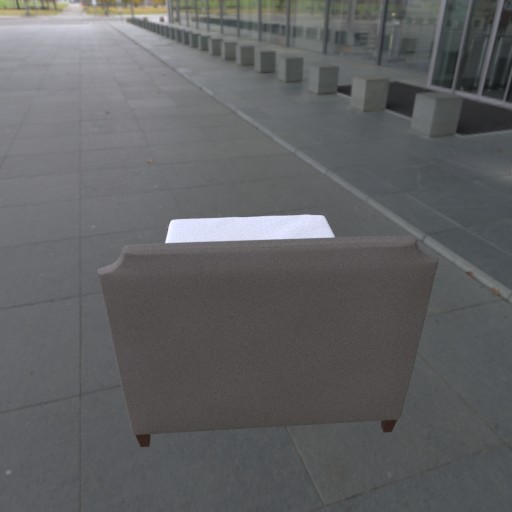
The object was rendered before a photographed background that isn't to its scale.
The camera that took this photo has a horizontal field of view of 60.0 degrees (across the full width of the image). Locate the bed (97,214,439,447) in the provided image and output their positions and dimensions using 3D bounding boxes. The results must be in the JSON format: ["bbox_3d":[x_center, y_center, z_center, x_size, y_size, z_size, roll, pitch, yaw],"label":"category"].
[{"bbox_3d":[0.000,0.000,3.483,1.712,1.443,2.372,-2,30,-4],"label":"bed"}]
